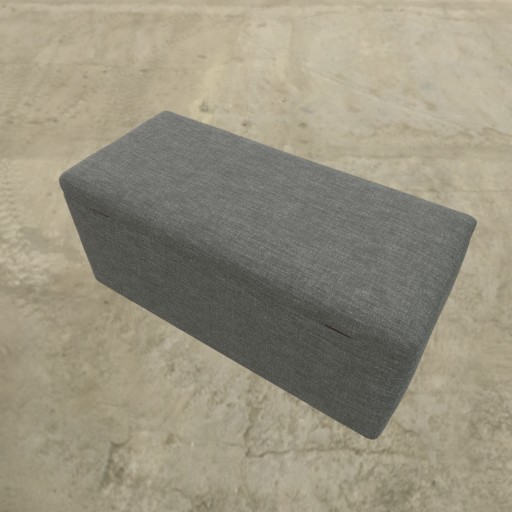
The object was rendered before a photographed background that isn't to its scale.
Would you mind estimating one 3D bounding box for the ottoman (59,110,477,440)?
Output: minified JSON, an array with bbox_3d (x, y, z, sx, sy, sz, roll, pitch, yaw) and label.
[{"bbox_3d":[0.000,0.000,1.132,0.902,0.432,0.419,25,51,22],"label":"ottoman"}]
